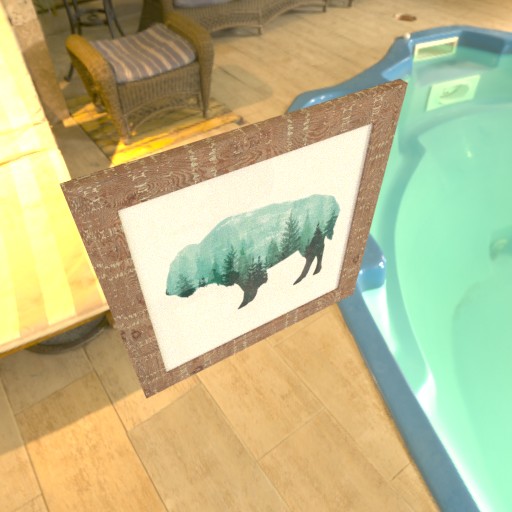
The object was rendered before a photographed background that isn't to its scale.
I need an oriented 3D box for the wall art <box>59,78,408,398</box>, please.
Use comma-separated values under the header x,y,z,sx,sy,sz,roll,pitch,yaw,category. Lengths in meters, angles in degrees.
x,y,z,sx,sy,sz,roll,pitch,yaw,category
0.000,0.000,0.574,0.380,0.380,0.022,-23,51,-20,wall art
